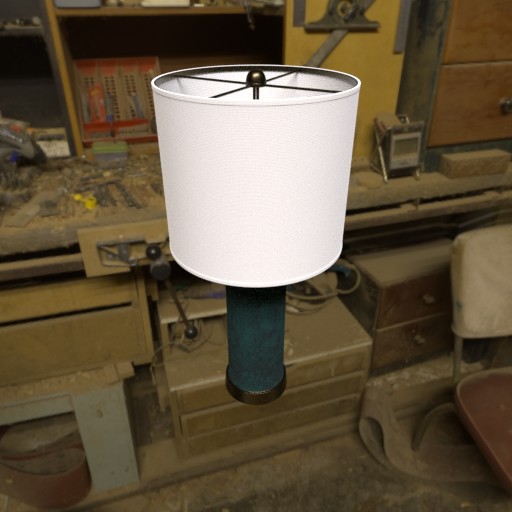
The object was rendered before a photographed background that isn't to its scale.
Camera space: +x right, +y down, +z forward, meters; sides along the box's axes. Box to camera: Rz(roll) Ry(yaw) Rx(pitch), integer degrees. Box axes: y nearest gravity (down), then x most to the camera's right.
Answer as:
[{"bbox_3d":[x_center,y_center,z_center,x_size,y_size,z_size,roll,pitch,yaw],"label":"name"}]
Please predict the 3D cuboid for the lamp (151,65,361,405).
[{"bbox_3d":[0.000,0.000,0.803,0.301,0.630,0.301,-8,32,-13],"label":"lamp"}]
